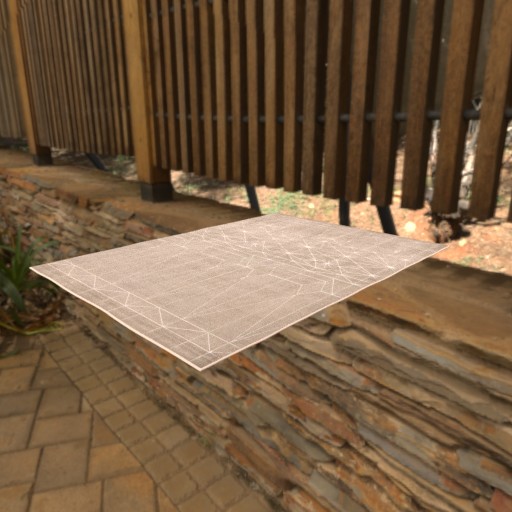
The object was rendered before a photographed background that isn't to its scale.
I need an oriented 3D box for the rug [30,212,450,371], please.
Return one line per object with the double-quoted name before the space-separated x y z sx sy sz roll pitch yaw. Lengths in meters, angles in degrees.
"rug" 0.000 0.000 4.324 2.449 0.019 3.357 16 24 42
